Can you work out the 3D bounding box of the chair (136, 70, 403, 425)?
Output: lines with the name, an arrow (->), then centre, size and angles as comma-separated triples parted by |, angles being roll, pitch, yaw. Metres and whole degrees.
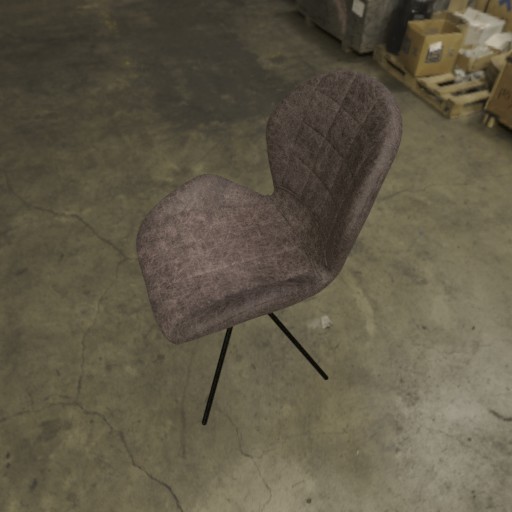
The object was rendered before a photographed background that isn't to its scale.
chair -> 0.000, 0.000, 1.277 | 0.640, 0.934, 0.527 | -16, 49, -14
